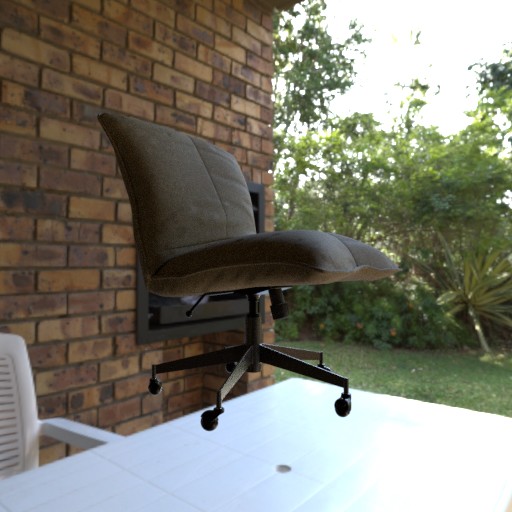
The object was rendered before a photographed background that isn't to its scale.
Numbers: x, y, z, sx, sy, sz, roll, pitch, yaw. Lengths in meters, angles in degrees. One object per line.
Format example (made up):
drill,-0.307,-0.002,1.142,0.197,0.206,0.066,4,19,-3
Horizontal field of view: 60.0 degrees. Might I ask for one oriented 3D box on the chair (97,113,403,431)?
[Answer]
chair,0.000,0.000,1.276,0.696,0.811,0.597,-1,-1,35
